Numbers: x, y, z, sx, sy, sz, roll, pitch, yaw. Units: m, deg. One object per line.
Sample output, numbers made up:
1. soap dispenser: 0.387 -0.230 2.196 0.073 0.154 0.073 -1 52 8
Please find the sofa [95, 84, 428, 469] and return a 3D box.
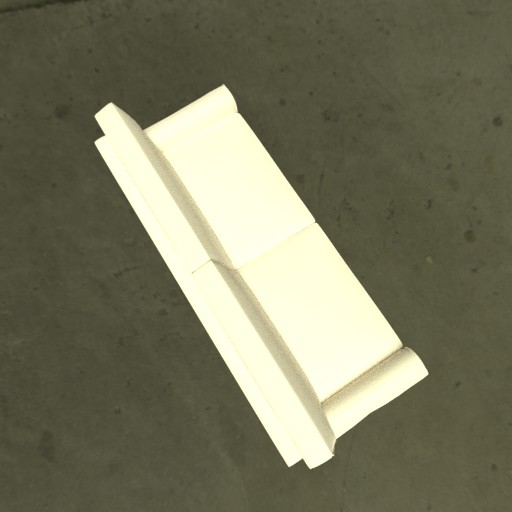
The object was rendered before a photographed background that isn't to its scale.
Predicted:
1. sofa: 0.000 0.000 2.454 0.862 0.937 2.021 -31 77 -8
